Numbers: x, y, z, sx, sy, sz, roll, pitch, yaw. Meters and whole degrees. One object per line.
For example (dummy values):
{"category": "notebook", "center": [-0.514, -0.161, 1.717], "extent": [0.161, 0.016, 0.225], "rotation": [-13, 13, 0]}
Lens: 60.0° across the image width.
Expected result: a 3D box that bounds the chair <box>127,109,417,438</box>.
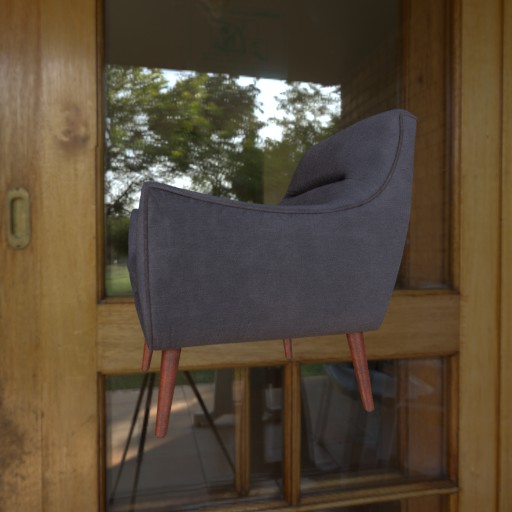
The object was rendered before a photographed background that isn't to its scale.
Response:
{"category": "chair", "center": [0.000, 0.000, 1.413], "extent": [0.787, 0.838, 0.762], "rotation": [0, 1, -17]}
